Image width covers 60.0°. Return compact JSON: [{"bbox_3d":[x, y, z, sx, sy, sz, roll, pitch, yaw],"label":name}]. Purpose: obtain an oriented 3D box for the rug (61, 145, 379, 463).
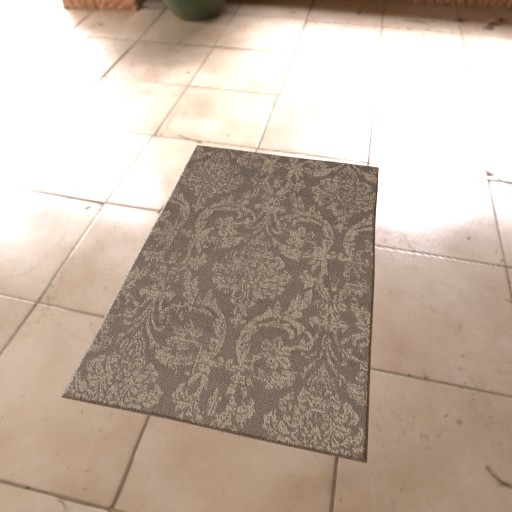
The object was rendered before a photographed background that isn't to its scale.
[{"bbox_3d":[0.000,0.000,2.288,1.206,0.012,1.824,9,48,8],"label":"rug"}]
